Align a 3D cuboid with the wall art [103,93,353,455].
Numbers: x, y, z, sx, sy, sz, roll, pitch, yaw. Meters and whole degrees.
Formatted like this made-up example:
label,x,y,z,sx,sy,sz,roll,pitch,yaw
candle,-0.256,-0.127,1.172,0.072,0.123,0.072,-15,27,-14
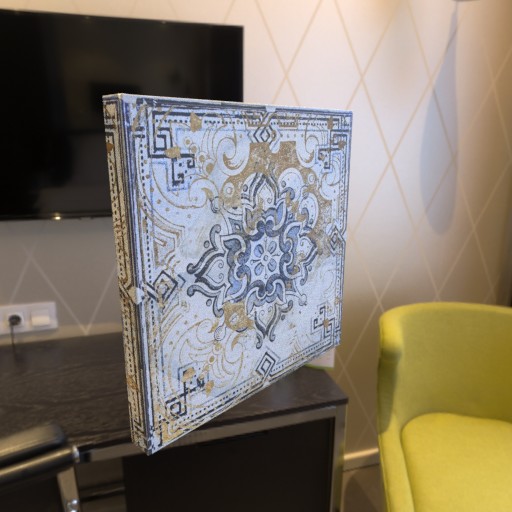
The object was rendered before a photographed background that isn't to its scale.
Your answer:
label,x,y,z,sx,sy,sz,roll,pitch,yaw
wall art,0.000,0.000,0.633,0.038,0.410,0.411,14,21,42
